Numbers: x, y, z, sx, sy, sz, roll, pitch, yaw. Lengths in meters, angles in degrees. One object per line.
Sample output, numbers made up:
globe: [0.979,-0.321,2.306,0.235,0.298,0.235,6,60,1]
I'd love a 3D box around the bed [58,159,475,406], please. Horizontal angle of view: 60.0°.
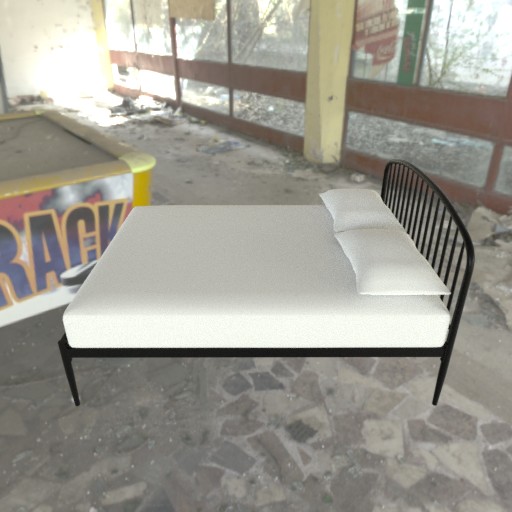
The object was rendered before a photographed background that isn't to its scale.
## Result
bed: [0.000,0.000,3.057,2.159,1.166,1.618,0,28,0]
